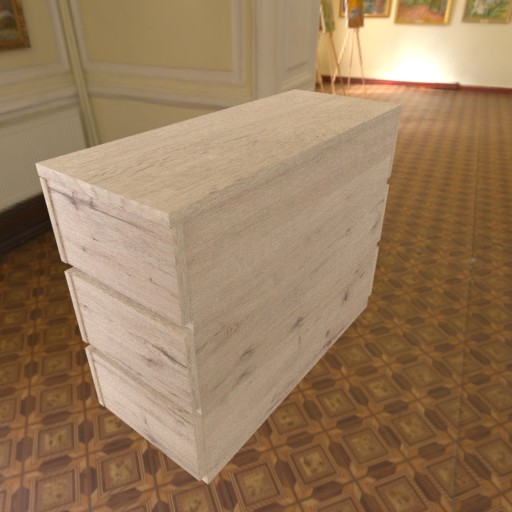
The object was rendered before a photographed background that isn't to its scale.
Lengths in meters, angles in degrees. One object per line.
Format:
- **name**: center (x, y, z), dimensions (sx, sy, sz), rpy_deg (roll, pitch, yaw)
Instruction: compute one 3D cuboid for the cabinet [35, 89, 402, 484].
- **cabinet**: center (0.000, 0.000, 1.425), dimensions (0.420, 0.820, 1.040), rpy_deg (21, 37, 31)
